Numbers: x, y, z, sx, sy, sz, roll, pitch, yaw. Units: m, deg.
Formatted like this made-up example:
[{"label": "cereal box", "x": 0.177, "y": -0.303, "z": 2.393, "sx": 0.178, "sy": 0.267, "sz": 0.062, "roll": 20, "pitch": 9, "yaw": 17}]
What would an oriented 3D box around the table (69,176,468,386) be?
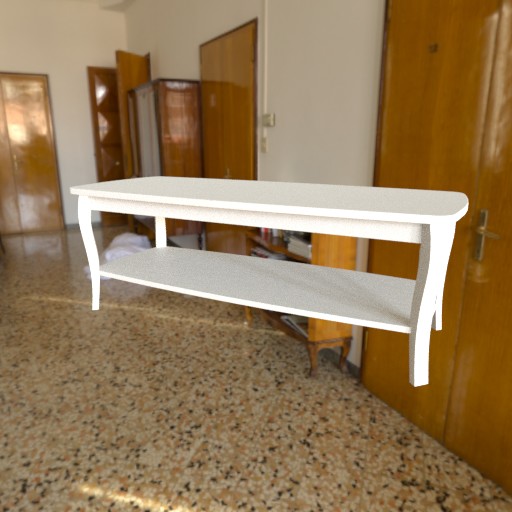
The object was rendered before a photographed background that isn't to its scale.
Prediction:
[{"label": "table", "x": 0.000, "y": 0.000, "z": 1.596, "sx": 1.334, "sy": 0.474, "sz": 0.561, "roll": 8, "pitch": 17, "yaw": 26}]
